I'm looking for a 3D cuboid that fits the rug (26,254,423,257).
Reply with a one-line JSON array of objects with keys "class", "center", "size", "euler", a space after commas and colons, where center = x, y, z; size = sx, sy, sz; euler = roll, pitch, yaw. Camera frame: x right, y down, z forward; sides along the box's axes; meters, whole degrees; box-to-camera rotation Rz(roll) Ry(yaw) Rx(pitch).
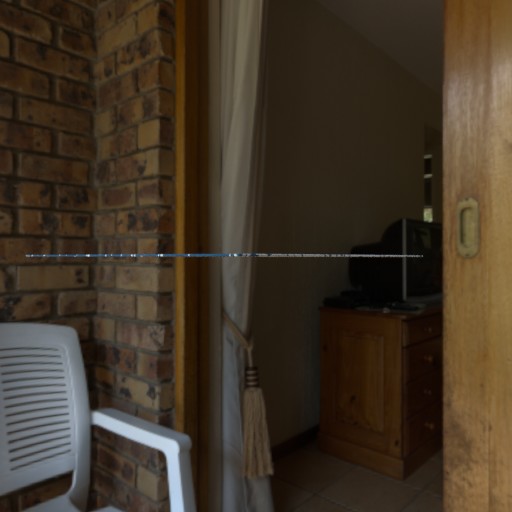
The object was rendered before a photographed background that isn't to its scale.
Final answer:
[{"class": "rug", "center": [0.000, 0.000, 2.361], "size": [1.220, 0.007, 1.828], "euler": [0, 0, 36]}]
